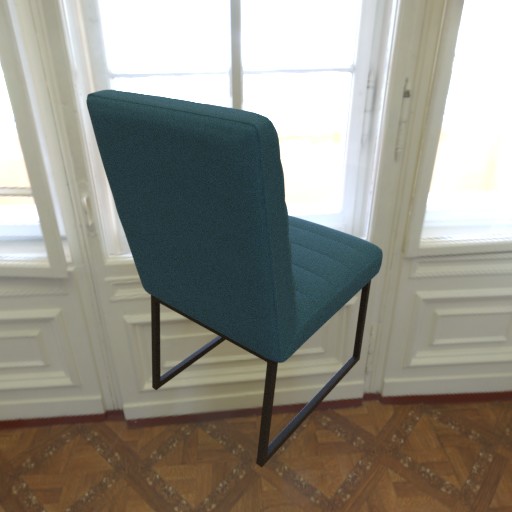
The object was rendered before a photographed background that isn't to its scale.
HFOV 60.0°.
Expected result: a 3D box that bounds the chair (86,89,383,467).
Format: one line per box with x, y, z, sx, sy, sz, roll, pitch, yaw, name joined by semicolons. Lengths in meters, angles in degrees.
0.000;0.000;1.279;0.520;0.930;0.634;21;35;34;chair
